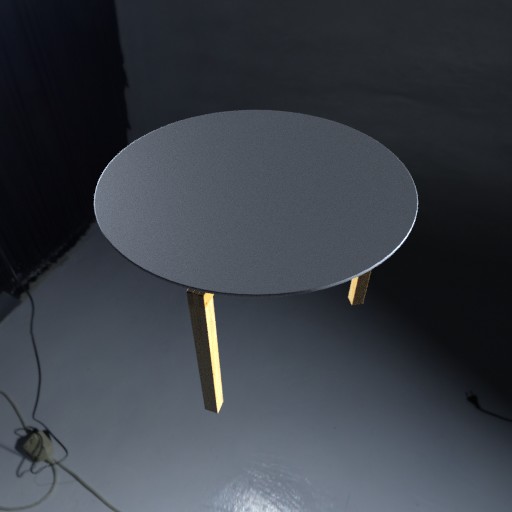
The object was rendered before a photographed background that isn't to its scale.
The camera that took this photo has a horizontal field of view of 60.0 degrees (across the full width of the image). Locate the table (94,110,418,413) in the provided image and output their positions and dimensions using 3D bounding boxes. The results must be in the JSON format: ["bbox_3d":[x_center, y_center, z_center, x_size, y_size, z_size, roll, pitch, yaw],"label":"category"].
[{"bbox_3d":[0.000,0.000,0.988,0.600,0.405,0.600,0,43,0],"label":"table"}]
